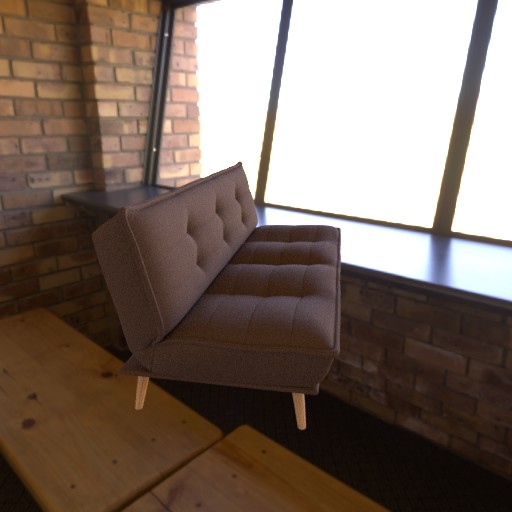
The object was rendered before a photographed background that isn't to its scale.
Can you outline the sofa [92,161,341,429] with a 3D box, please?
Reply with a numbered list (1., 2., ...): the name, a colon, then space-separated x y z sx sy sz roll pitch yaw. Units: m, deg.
1. sofa: 0.000 0.000 2.504 0.950 0.890 1.940 3 17 10
